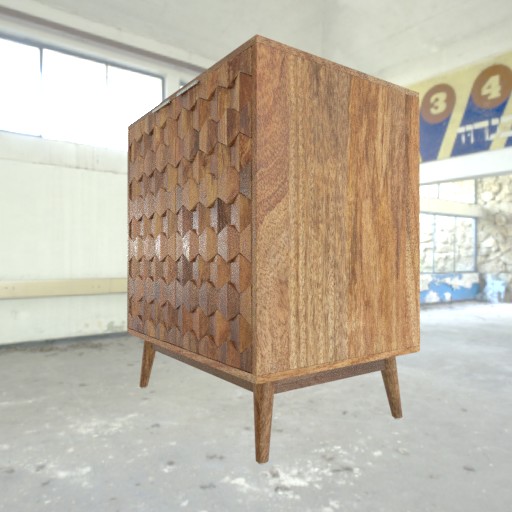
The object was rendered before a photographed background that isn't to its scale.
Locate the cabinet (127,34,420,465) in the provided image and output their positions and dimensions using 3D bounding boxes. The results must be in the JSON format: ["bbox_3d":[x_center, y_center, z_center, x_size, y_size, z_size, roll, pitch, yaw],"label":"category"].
[{"bbox_3d":[0.000,0.000,1.154,0.473,0.758,0.647,0,0,-35],"label":"cabinet"}]
